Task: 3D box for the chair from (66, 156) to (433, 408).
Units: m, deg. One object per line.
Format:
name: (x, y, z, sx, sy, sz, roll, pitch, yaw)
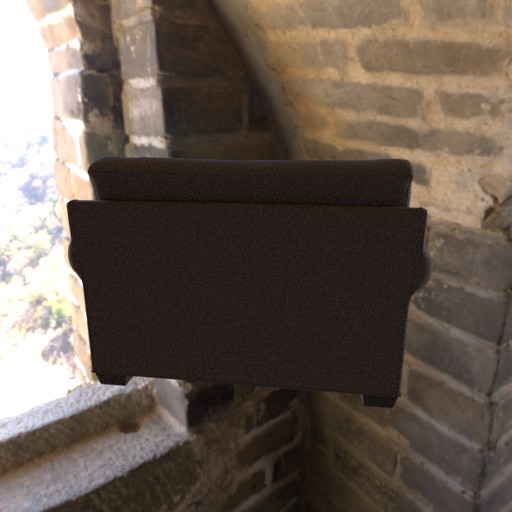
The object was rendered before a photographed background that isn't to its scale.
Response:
chair: (0.000, 0.000, 2.067, 1.390, 0.930, 0.930, 2, 16, 8)
